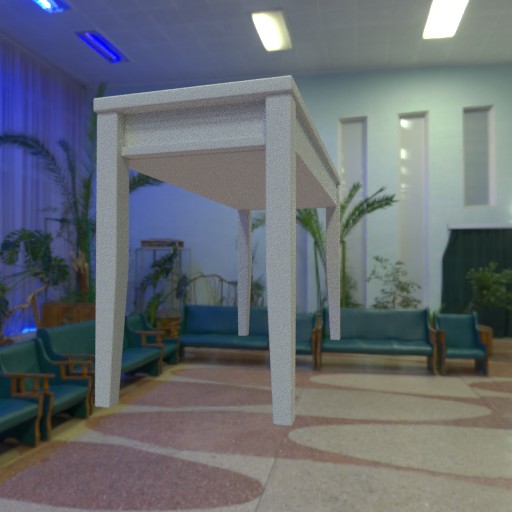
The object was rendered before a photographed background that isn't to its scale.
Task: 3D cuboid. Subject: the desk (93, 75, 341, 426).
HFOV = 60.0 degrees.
[{"bbox_3d":[0.000,0.000,1.625,0.508,0.775,1.220,0,-1,16],"label":"desk"}]
